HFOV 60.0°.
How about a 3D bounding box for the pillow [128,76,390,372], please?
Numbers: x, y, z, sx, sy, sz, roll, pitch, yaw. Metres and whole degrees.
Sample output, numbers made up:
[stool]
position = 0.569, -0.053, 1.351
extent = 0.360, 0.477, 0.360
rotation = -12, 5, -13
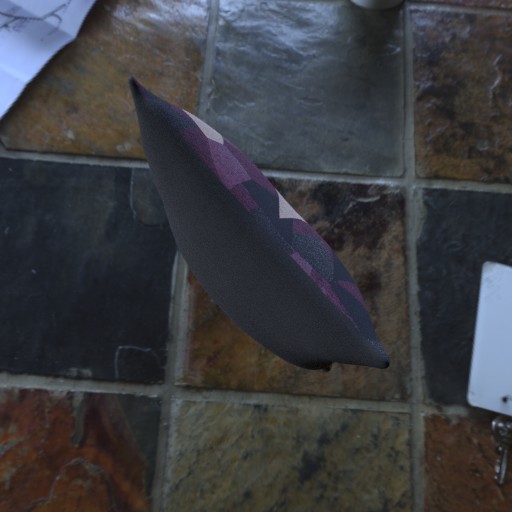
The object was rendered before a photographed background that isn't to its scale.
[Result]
[pillow]
position = 0.000, 0.000, 0.772
extent = 0.208, 0.496, 0.503
rotation = -39, 79, -9
